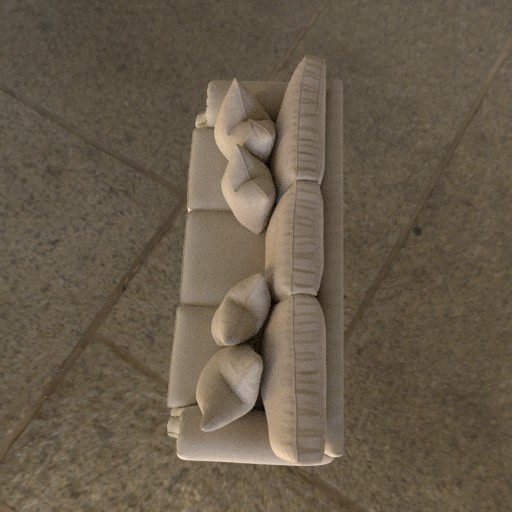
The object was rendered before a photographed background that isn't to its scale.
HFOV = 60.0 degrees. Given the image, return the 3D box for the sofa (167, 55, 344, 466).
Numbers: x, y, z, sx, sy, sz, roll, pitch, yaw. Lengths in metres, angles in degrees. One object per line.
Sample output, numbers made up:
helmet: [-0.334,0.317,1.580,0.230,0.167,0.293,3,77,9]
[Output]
sofa: [0.000,0.000,2.715,0.965,0.975,2.312,3,75,1]
